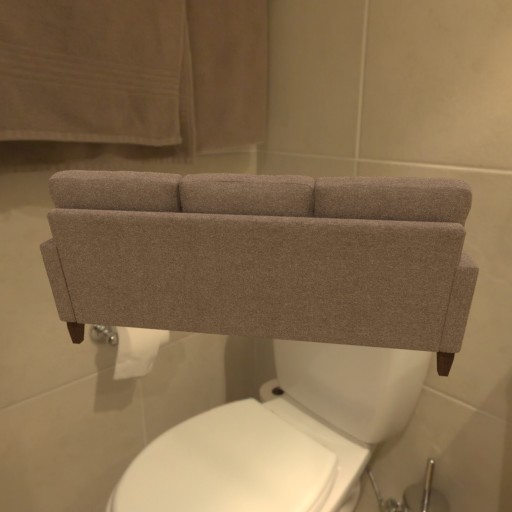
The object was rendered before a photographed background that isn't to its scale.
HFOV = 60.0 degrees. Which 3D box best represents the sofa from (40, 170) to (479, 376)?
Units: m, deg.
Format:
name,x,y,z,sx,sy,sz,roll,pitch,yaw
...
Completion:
name,x,y,z,sx,sy,sz,roll,pitch,yaw
sofa,0.000,0.000,2.504,2.115,0.984,0.888,3,18,9
